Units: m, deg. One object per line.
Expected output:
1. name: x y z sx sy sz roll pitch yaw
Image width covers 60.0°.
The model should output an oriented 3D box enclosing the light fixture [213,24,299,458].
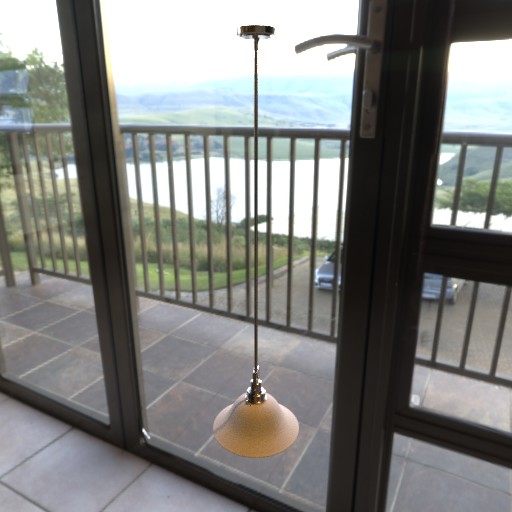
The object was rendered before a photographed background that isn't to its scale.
1. light fixture: 0.000 0.000 1.463 0.324 1.354 0.324 3 18 10
